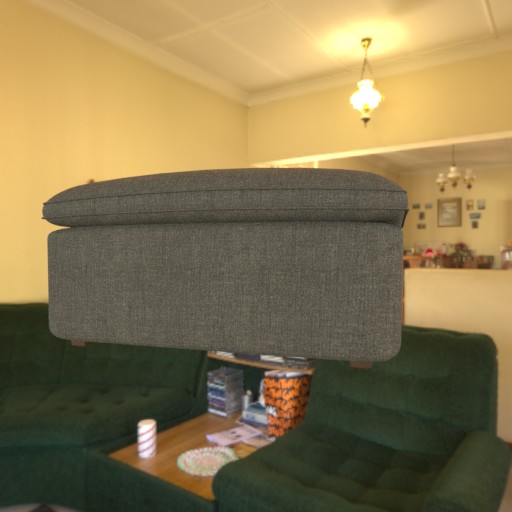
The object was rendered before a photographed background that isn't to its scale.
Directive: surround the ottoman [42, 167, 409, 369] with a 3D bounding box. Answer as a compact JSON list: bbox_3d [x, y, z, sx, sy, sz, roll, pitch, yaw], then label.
[{"bbox_3d":[0.000,0.000,1.668,1.067,0.559,1.067,0,1,17],"label":"ottoman"}]
